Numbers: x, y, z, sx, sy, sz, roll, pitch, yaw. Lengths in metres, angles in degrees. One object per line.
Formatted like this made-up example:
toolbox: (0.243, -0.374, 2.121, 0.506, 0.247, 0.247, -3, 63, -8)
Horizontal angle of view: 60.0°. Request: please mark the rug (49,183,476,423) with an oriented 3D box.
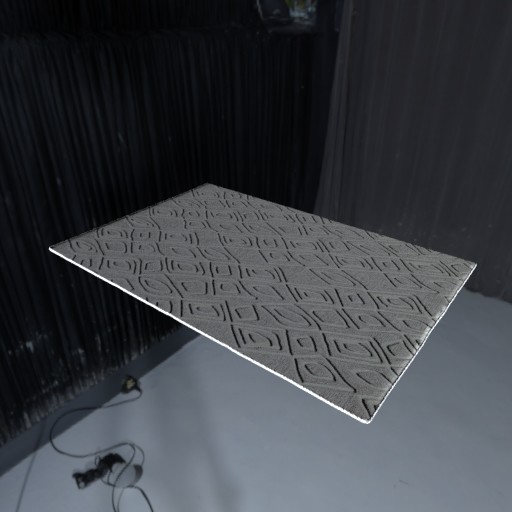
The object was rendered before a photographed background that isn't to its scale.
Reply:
rug: (0.000, 0.000, 2.266, 1.832, 0.016, 1.224, 21, 36, 32)
